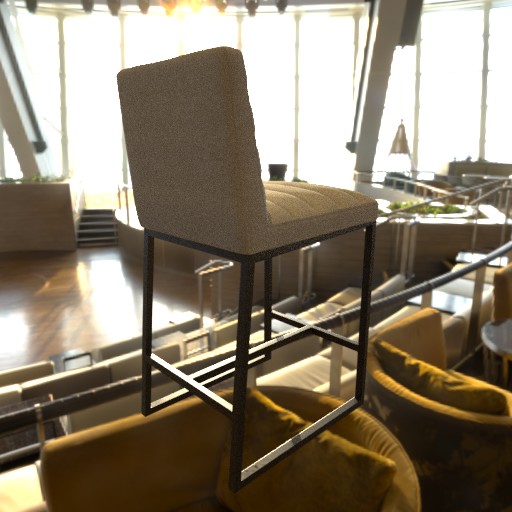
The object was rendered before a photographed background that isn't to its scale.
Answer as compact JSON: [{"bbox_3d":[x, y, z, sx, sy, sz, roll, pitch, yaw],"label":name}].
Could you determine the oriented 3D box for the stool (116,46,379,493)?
[{"bbox_3d":[0.000,0.000,1.249,0.567,0.971,0.459,-13,20,-42],"label":"stool"}]
